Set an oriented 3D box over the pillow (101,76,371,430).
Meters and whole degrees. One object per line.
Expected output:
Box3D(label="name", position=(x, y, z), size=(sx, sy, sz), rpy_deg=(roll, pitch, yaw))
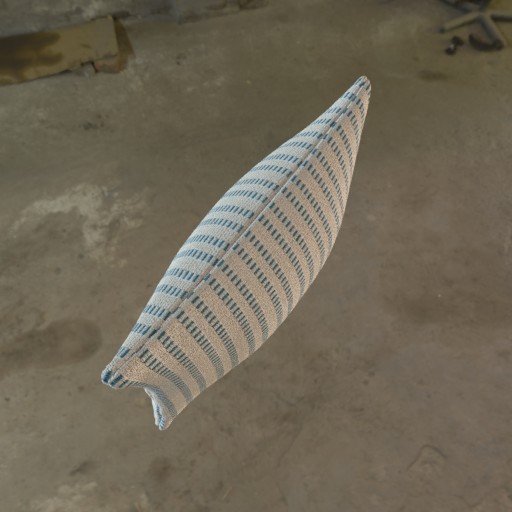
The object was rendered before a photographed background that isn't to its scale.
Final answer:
Box3D(label="pillow", position=(0.000, 0.000, 0.786), size=(0.210, 0.353, 0.640), rpy_deg=(32, 66, 16))
